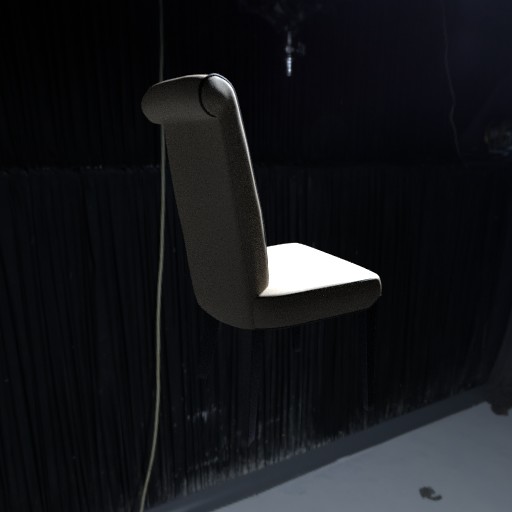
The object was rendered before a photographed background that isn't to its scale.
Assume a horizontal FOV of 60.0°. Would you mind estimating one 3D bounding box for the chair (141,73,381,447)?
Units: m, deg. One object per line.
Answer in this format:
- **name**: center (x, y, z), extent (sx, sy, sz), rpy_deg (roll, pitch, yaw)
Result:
- **chair**: center (0.000, 0.000, 1.401), extent (0.623, 0.997, 0.522), rpy_deg (-7, 16, -25)
